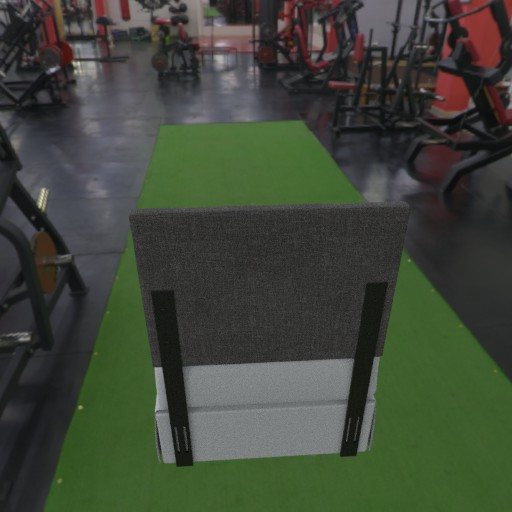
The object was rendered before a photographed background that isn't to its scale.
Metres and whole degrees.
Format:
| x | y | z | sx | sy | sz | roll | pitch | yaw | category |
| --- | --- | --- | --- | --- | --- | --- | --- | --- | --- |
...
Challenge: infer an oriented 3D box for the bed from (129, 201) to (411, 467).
| x | y | z | sx | sy | sz | roll | pitch | yaw | category |
| --- | --- | --- | --- | --- | --- | --- | --- | --- | --- |
| 0.000 | 0.000 | 2.991 | 1.261 | 1.571 | 1.997 | -2 | 30 | -3 | bed |
